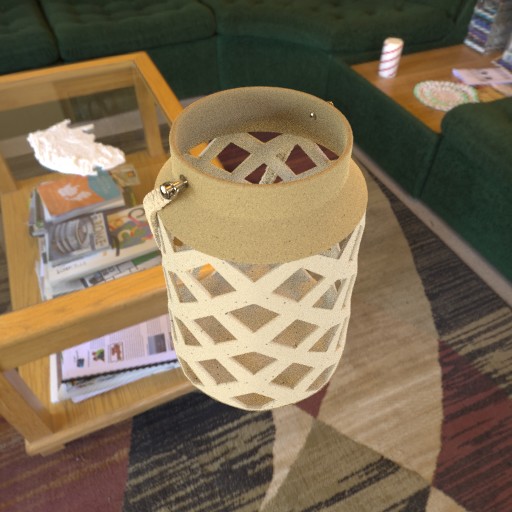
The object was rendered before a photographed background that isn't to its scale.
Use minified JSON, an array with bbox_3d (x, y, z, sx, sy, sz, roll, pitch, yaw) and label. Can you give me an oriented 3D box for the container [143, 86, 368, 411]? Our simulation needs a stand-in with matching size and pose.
[{"bbox_3d":[0.000,0.000,0.349,0.163,0.229,0.172,-33,56,-27],"label":"container"}]
